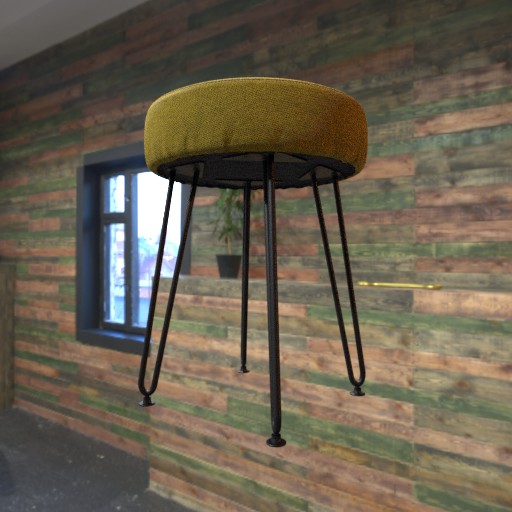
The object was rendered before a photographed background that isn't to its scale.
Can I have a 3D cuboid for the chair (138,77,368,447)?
[{"bbox_3d":[0.000,0.000,0.705,0.345,0.455,0.345,0,0,37],"label":"chair"}]
